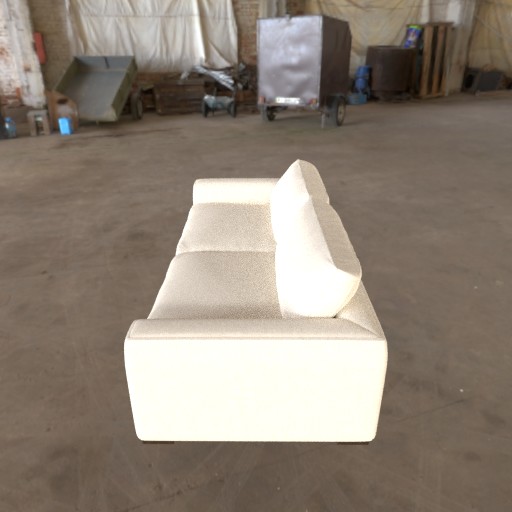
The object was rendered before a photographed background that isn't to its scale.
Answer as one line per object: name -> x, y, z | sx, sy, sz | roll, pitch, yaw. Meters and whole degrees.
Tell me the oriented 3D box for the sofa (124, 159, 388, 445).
sofa -> 0.000, 0.000, 2.774 | 1.070, 0.801, 2.262 | 0, 26, 0
